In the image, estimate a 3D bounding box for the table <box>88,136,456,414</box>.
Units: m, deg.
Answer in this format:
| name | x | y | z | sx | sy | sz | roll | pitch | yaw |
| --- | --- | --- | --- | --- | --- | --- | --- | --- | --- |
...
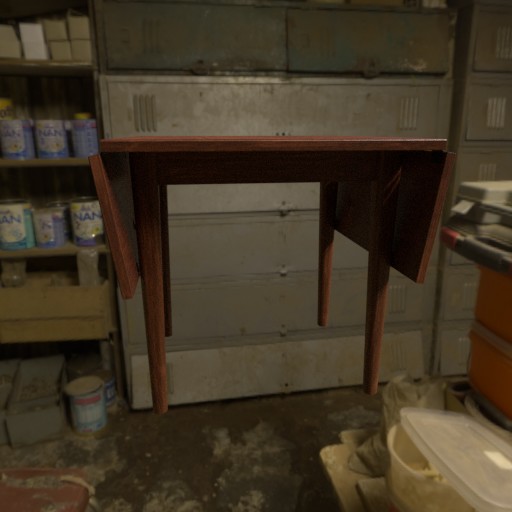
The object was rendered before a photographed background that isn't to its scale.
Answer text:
| name | x | y | z | sx | sy | sz | roll | pitch | yaw |
| --- | --- | --- | --- | --- | --- | --- | --- | --- | --- |
| table | 0.000 | 0.000 | 1.472 | 0.843 | 0.763 | 0.812 | -2 | 16 | -8 |
